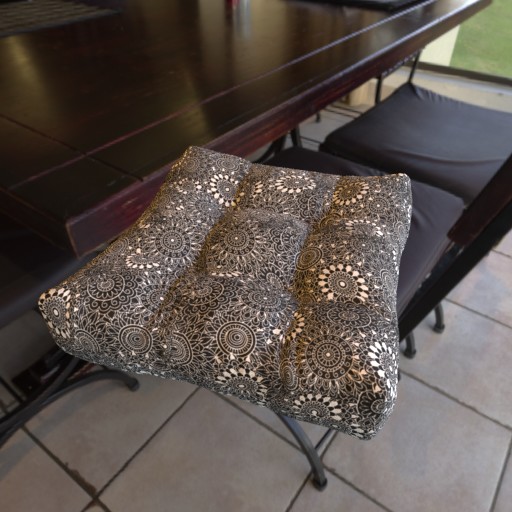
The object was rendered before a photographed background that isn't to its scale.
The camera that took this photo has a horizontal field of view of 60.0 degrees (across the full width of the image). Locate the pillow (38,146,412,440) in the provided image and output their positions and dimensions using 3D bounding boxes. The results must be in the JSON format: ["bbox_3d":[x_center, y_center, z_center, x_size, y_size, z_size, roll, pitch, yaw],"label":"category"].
[{"bbox_3d":[0.000,0.000,0.717,0.468,0.128,0.490,11,41,13],"label":"pillow"}]
